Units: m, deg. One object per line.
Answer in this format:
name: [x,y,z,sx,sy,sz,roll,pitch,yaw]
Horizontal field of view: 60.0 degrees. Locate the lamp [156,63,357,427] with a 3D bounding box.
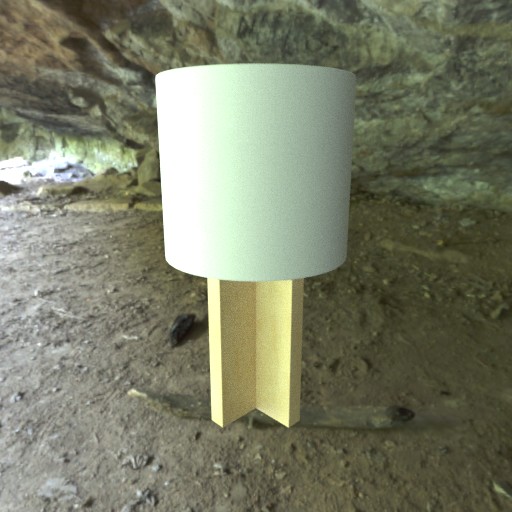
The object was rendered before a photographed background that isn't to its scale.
lamp: [0.000,0.000,0.571,0.229,0.428,0.229,-15,21,-43]
